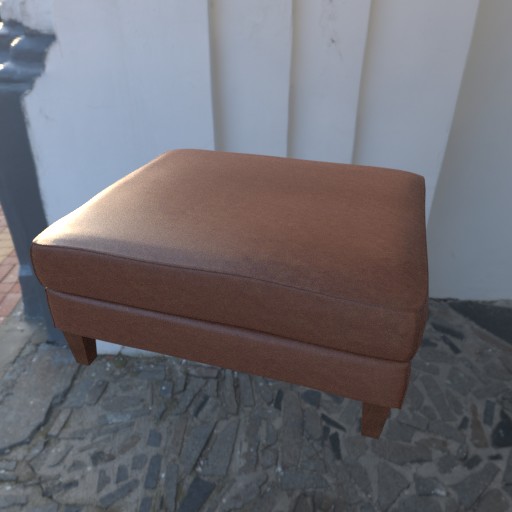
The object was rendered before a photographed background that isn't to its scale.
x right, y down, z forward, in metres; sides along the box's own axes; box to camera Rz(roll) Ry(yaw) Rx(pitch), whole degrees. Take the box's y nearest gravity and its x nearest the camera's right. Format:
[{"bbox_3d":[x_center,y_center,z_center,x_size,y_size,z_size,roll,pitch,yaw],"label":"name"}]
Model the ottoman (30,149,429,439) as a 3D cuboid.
[{"bbox_3d":[0.000,0.000,1.423,0.987,0.472,0.836,9,32,15],"label":"ottoman"}]
